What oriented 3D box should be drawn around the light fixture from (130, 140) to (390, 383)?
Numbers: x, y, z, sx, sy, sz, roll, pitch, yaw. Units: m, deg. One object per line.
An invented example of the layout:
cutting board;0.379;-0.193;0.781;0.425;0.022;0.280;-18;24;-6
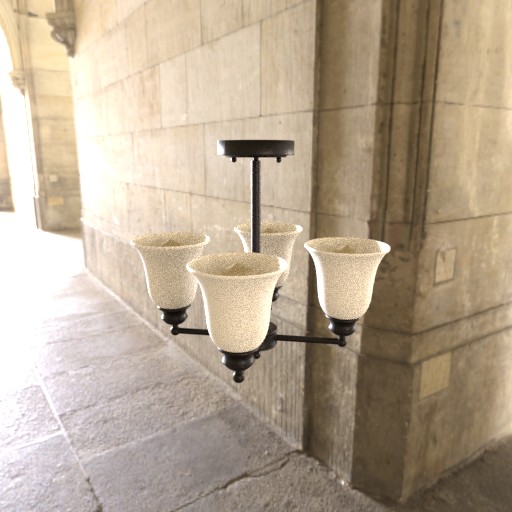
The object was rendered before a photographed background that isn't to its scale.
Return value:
light fixture;0.000;0.000;1.839;1.069;0.925;1.069;2;13;9
